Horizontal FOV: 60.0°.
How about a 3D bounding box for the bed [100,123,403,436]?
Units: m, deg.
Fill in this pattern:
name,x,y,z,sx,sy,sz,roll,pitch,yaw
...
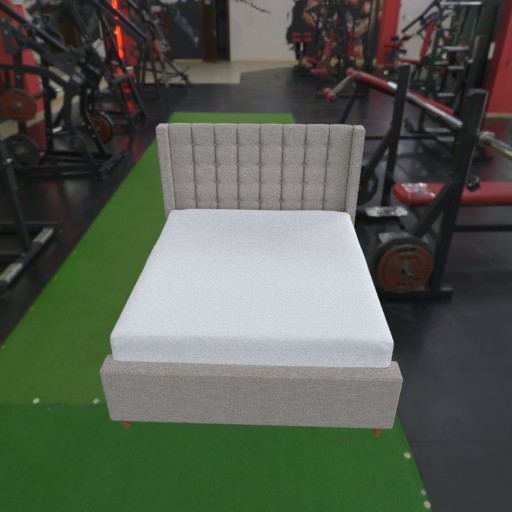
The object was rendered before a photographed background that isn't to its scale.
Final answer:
name,x,y,z,sx,sy,sz,roll,pitch,yaw
bed,0.000,0.000,3.867,2.044,1.748,2.372,1,30,2
